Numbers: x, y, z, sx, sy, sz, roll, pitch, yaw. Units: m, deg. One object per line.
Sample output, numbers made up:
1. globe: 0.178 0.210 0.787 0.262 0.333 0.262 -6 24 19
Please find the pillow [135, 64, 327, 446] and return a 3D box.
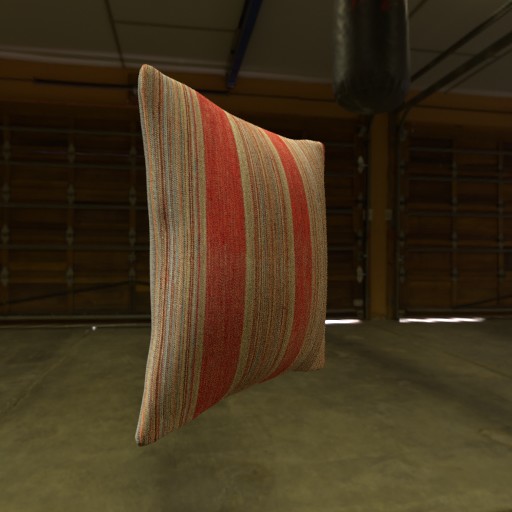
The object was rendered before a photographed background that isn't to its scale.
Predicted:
1. pillow: 0.000 0.000 0.652 0.136 0.419 0.437 0 0 35
